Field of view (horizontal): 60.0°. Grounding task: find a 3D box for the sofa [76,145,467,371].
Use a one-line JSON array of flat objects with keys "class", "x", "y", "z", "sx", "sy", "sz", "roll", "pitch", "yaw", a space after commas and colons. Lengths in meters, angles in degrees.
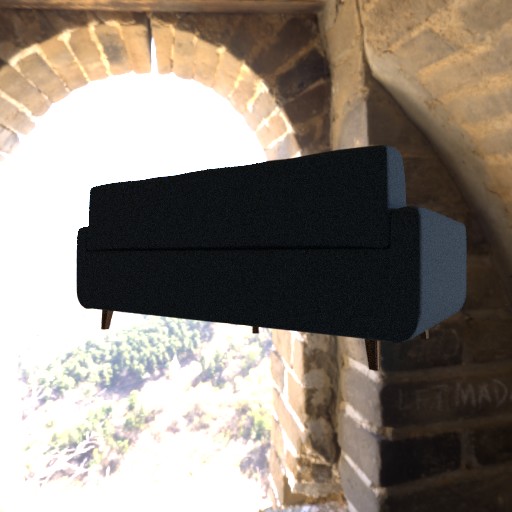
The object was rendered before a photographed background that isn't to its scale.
[{"class": "sofa", "x": 0.000, "y": 0.000, "z": 2.527, "sx": 2.055, "sy": 0.884, "sz": 0.942, "roll": 0, "pitch": 0, "yaw": 34}]
